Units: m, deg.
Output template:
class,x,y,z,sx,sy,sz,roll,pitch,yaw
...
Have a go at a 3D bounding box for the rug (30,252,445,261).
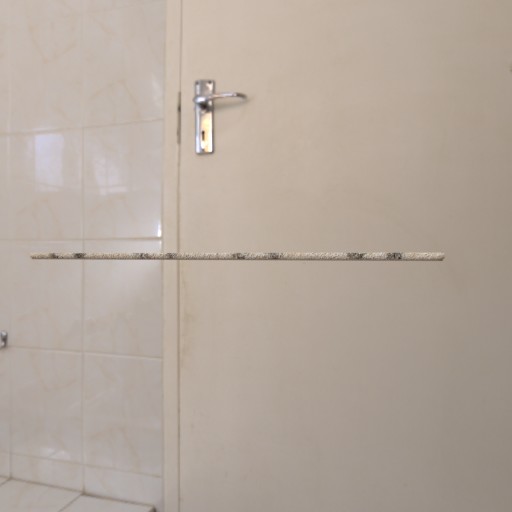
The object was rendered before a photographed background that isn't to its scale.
class,x,y,z,sx,sy,sz,roll,pitch,yaw
rug,0.000,0.000,2.153,1.600,0.025,1.200,0,0,18
